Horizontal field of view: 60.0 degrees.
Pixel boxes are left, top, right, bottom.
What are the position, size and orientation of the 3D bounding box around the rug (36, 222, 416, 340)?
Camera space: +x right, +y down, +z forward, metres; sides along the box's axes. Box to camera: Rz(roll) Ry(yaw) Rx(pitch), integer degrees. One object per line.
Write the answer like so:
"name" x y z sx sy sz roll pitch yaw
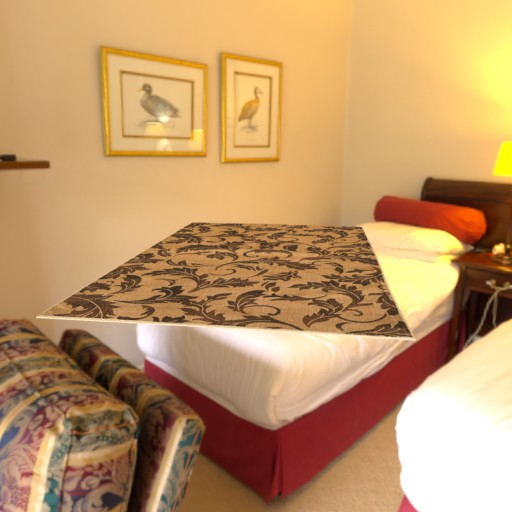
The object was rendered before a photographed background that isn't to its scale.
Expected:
"rug" 0.000 0.000 2.818 1.522 0.008 2.284 2 14 8
